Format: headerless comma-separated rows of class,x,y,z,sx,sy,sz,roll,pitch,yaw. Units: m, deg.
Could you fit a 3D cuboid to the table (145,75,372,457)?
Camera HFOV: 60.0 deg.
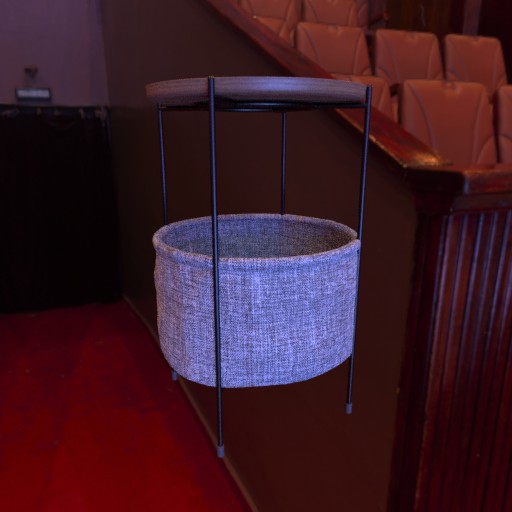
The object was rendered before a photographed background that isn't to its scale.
table,0.000,0.000,0.878,0.400,0.623,0.400,-8,18,-25
